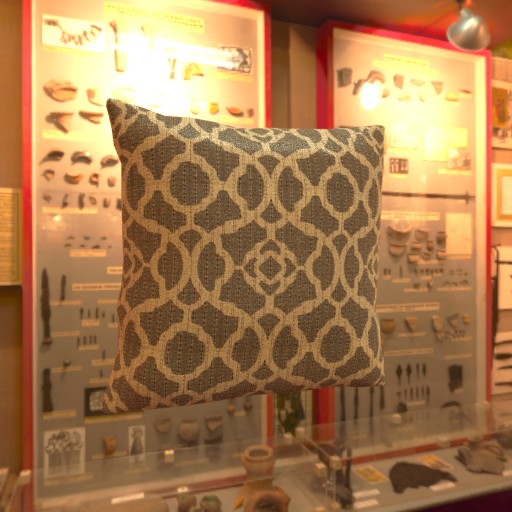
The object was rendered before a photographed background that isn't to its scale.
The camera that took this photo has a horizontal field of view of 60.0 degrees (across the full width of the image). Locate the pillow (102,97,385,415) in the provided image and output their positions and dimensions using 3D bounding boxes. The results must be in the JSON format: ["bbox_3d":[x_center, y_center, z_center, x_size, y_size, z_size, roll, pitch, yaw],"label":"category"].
[{"bbox_3d":[0.000,0.000,0.773,0.508,0.498,0.215,0,0,-18],"label":"pillow"}]
